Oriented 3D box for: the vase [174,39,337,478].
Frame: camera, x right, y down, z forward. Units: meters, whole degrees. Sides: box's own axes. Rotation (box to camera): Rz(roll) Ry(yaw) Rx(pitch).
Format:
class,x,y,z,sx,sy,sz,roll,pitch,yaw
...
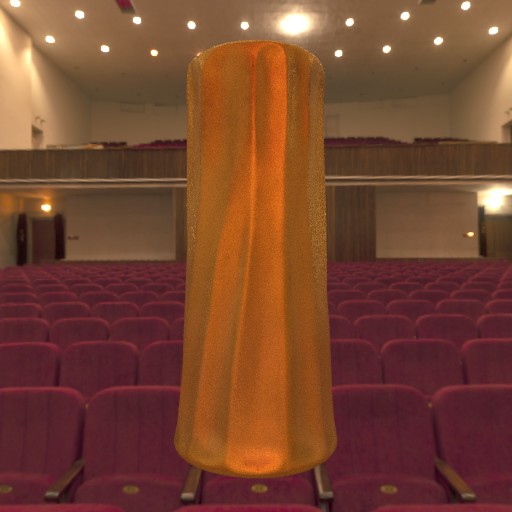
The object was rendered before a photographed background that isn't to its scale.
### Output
class,x,y,z,sx,sy,sz,roll,pitch,yaw
vase,0.000,0.000,0.170,0.061,0.143,0.061,0,-1,0
